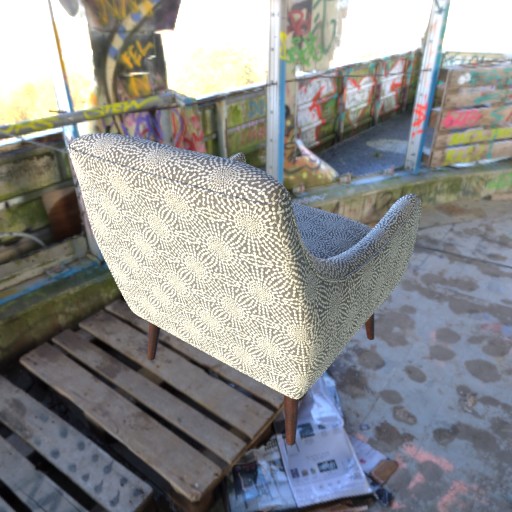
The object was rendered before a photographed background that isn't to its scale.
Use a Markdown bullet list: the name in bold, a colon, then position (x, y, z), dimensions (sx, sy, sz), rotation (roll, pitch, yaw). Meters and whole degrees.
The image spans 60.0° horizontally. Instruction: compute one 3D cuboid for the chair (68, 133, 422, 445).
- **chair**: position (0.000, 0.000, 1.392), dimensions (0.762, 0.838, 0.787), rotation (20, 36, 31)
